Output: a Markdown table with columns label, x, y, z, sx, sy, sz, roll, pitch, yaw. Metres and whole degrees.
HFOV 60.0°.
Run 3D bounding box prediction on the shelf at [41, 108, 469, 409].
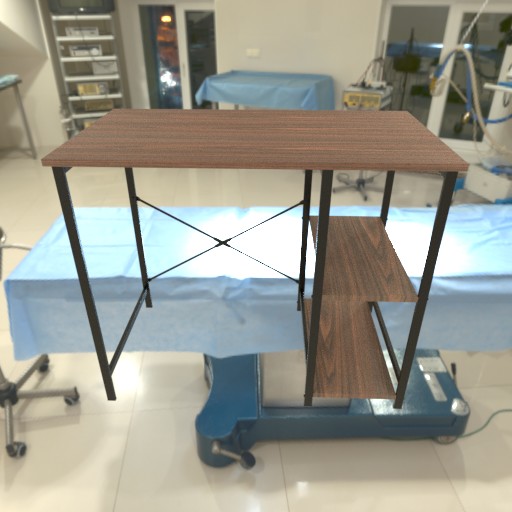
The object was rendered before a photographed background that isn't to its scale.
| label | x | y | z | sx | sy | sz | roll | pitch | yaw |
| --- | --- | --- | --- | --- | --- | --- | --- | --- | --- |
| shelf | 0.000 | 0.000 | 1.336 | 0.902 | 0.750 | 0.498 | 1 | 30 | 2 |
